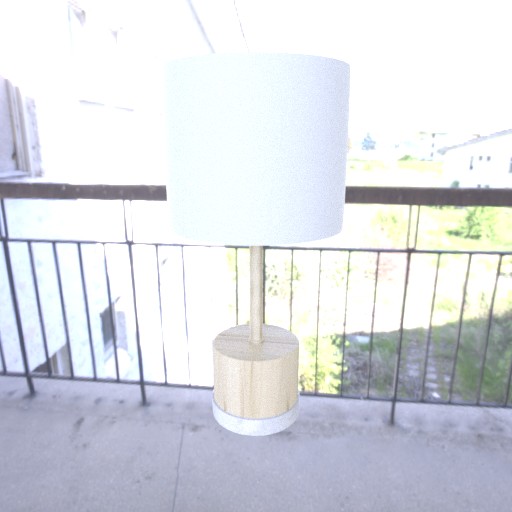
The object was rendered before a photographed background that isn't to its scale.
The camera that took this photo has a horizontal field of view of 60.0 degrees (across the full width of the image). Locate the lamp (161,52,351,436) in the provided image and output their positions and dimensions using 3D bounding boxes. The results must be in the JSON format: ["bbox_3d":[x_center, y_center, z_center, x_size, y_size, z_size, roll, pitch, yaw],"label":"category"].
[{"bbox_3d":[0.000,0.000,0.600,0.229,0.470,0.229,2,15,8],"label":"lamp"}]
